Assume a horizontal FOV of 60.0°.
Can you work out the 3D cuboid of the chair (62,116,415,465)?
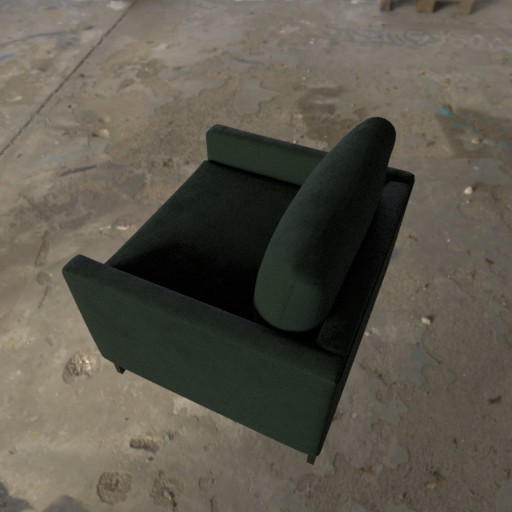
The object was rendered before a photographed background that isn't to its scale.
[{"bbox_3d":[0.000,0.000,1.593,0.866,0.861,0.963,19,49,17],"label":"chair"}]
